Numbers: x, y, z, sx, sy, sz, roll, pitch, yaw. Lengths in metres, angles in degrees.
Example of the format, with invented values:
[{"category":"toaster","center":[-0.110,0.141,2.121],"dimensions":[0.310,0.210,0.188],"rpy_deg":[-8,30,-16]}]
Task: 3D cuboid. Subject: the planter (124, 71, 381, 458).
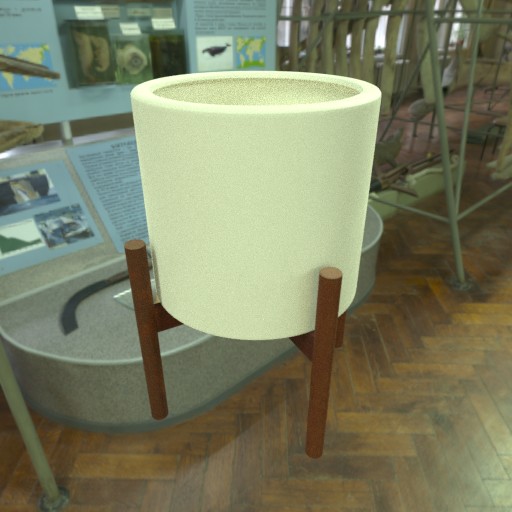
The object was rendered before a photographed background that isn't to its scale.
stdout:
[{"category":"planter","center":[0.000,0.000,0.492],"dimensions":[0.224,0.358,0.224],"rpy_deg":[8,30,14]}]
